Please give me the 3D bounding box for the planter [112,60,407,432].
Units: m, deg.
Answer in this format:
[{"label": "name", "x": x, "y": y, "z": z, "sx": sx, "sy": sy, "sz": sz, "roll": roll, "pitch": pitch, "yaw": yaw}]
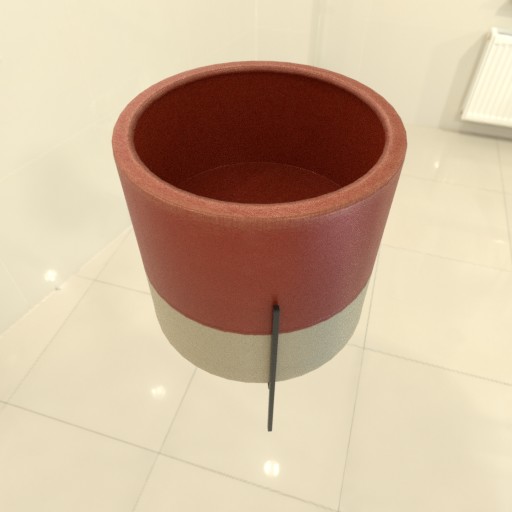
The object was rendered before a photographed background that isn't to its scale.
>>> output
[{"label": "planter", "x": 0.000, "y": 0.000, "z": 0.692, "sx": 0.354, "sy": 0.465, "sz": 0.345, "roll": 18, "pitch": 49, "yaw": 16}]
